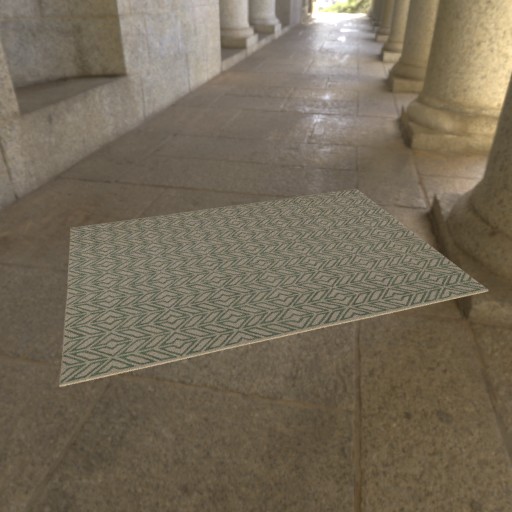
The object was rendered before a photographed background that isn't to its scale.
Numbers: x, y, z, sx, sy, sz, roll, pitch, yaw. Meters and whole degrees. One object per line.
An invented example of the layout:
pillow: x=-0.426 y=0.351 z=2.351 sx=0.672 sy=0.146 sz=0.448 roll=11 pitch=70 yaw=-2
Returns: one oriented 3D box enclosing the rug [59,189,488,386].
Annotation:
rug: x=0.000 y=0.000 z=2.267 sx=1.828 sy=0.007 sz=1.220 roll=-10 pitch=33 yaw=-15
